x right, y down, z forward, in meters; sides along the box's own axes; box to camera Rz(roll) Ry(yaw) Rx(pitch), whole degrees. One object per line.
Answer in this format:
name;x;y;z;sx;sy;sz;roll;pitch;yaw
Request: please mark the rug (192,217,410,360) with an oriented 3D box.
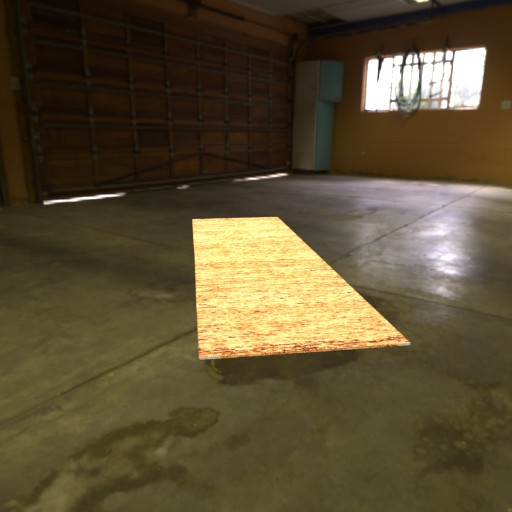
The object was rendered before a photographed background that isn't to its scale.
rug;0.000;0.000;2.438;0.680;0.014;2.237;-2;16;-8
